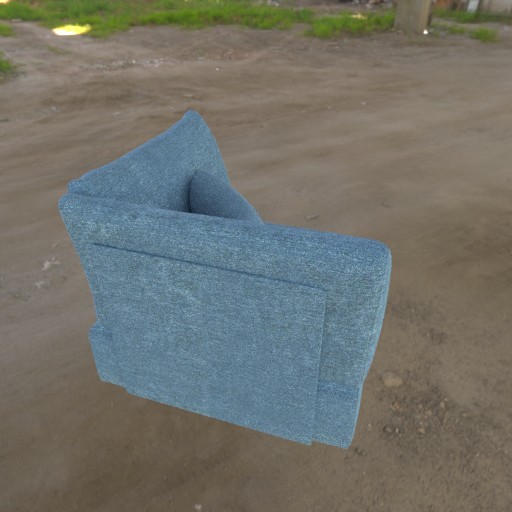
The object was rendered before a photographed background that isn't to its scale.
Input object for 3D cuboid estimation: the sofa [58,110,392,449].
[{"bbox_3d":[0.000,0.000,1.742,1.000,0.820,1.000,10,35,15],"label":"sofa"}]
